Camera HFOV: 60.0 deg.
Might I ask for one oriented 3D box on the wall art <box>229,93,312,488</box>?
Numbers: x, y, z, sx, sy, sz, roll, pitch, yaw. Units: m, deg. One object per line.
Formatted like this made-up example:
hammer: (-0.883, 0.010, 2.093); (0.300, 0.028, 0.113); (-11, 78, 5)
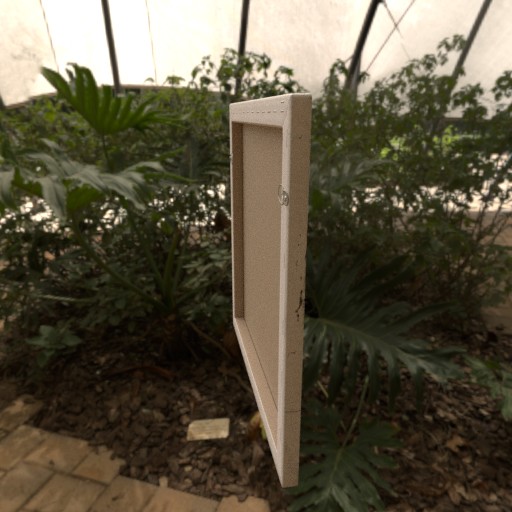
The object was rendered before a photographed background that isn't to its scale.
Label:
wall art: (0.000, 0.000, 1.149); (0.038, 0.762, 0.762); (-3, 18, -10)
